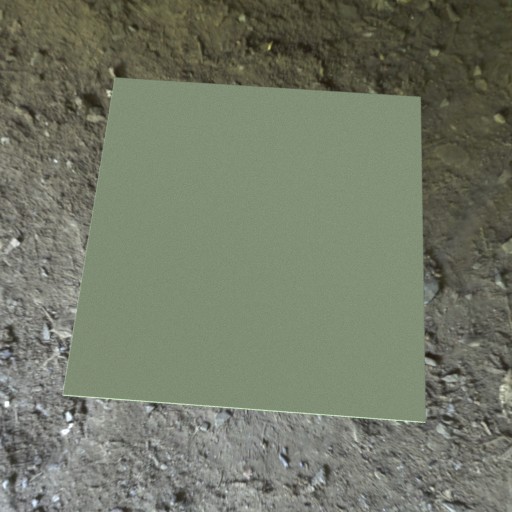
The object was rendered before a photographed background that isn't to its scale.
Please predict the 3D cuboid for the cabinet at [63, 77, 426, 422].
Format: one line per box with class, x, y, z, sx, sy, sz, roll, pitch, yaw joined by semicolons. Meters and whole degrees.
cabinet;0.000;0.000;1.287;0.800;0.460;0.800;4;77;1
